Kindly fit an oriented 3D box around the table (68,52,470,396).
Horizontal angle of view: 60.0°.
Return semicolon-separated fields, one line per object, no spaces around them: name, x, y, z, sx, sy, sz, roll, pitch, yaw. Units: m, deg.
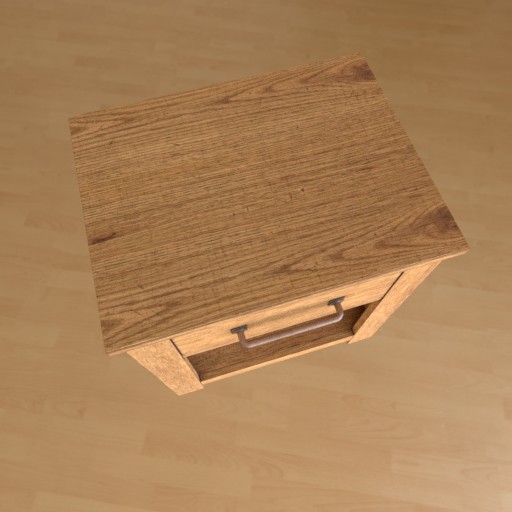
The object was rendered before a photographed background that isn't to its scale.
table;0.000;0.000;1.062;0.601;0.625;0.494;-15;66;-7
